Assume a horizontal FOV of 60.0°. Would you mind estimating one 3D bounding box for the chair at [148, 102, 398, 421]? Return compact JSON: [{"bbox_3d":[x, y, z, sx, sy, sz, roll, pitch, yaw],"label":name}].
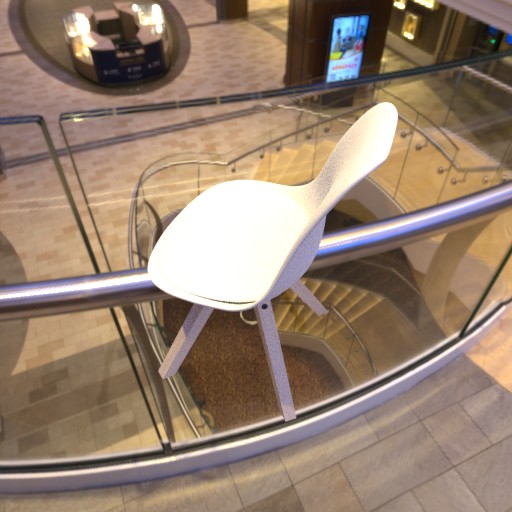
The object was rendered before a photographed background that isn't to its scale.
[{"bbox_3d":[0.000,0.000,1.196,0.550,0.850,0.485,14,48,14],"label":"chair"}]
